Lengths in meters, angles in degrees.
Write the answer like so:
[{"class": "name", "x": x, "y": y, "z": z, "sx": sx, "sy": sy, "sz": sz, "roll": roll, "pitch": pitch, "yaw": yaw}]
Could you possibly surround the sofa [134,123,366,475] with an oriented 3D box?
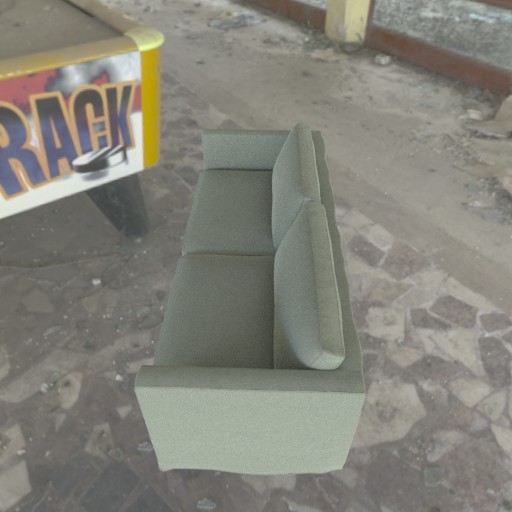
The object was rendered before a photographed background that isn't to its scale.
[{"class": "sofa", "x": 0.000, "y": 0.000, "z": 2.775, "sx": 0.962, "sy": 0.853, "sz": 2.312, "roll": 1, "pitch": 42, "yaw": 1}]
